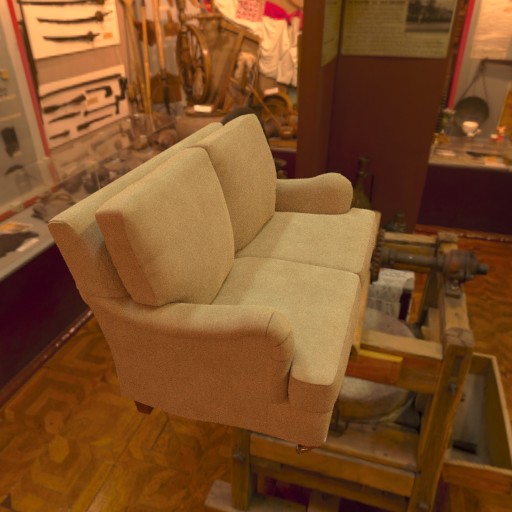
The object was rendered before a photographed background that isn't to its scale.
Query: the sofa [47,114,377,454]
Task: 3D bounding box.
[{"bbox_3d":[0.000,0.000,2.214,1.086,1.087,1.498,10,32,16],"label":"sofa"}]
